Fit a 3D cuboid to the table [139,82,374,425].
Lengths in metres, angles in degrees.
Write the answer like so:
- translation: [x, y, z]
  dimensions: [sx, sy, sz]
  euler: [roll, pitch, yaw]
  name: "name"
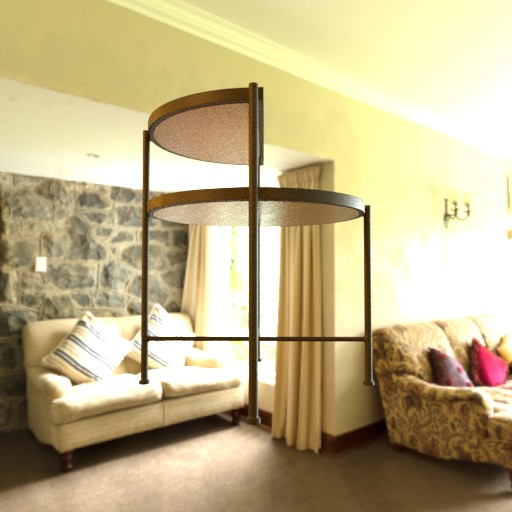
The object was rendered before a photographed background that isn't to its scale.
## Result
- translation: [0.000, 0.000, 1.195]
  dimensions: [0.628, 0.684, 0.629]
  euler: [0, -2, 1]
  name: "table"
